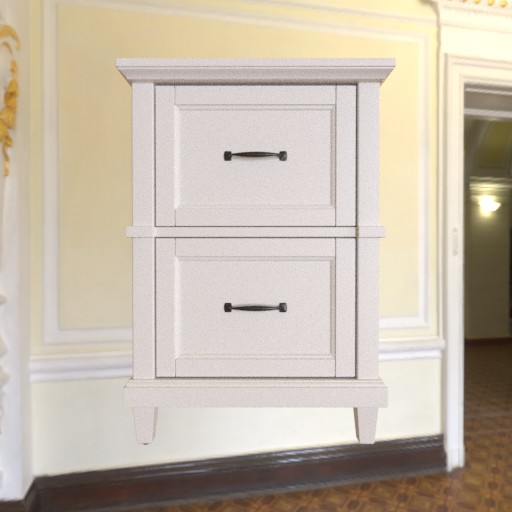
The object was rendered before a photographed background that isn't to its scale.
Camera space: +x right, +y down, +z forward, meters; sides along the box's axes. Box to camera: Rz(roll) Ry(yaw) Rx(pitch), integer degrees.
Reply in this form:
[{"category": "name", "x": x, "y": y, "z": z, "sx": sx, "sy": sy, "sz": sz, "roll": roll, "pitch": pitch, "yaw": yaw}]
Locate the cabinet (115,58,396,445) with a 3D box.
[{"category": "cabinet", "x": 0.000, "y": 0.000, "z": 1.136, "sx": 0.544, "sy": 0.775, "sz": 0.547, "roll": 0, "pitch": 1, "yaw": 0}]
